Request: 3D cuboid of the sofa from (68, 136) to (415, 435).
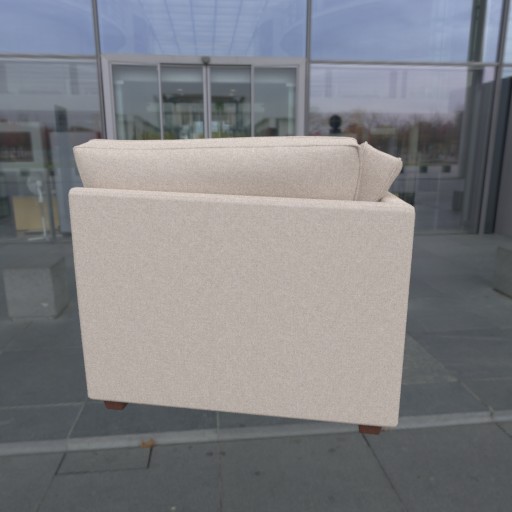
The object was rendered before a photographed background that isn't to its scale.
[{"bbox_3d":[0.000,0.000,1.842,1.042,0.937,1.050,2,13,9],"label":"sofa"}]
